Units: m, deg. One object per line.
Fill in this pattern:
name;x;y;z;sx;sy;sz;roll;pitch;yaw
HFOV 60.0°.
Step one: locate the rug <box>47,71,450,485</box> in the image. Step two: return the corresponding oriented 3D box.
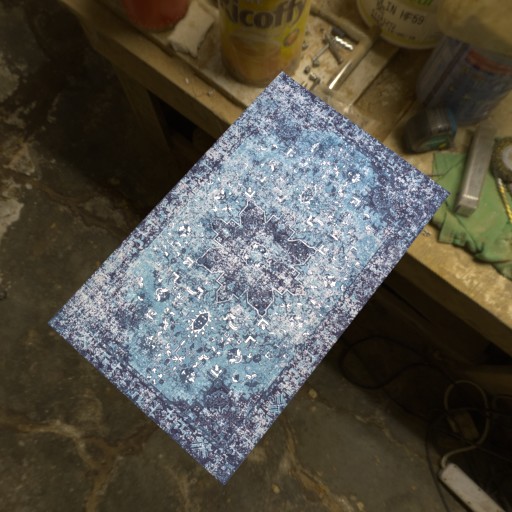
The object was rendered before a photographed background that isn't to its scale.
rug;0.000;0.000;2.999;1.525;0.007;2.440;39;80;8
